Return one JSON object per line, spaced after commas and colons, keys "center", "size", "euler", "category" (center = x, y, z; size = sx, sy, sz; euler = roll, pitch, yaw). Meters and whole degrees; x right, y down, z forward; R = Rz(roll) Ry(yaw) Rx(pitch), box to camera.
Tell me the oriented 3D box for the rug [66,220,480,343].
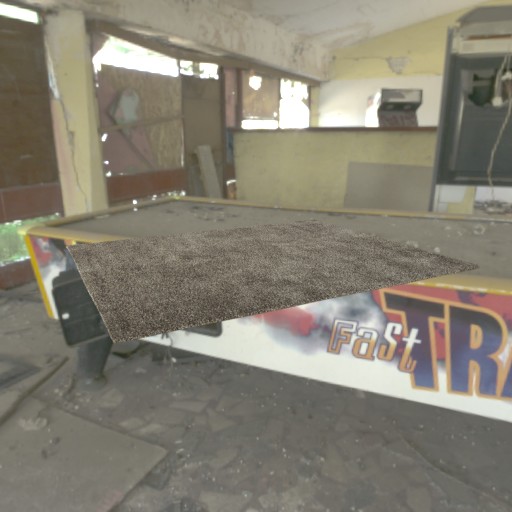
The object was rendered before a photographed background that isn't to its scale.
{"center": [0.000, 0.000, 4.066], "size": [3.000, 0.025, 2.401], "euler": [-8, 17, -27], "category": "rug"}
